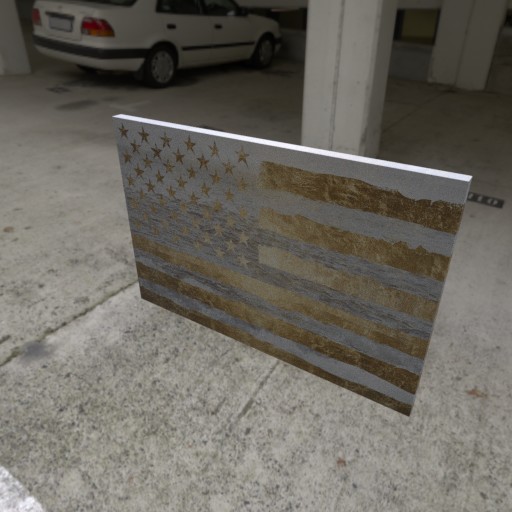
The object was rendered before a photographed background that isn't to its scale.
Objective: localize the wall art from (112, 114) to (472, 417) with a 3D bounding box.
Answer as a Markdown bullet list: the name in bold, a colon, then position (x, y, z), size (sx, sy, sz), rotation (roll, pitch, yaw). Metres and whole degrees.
- **wall art**: position (0.000, 0.000, 1.451), size (1.145, 0.762, 0.041), rotation (18, 35, 28)
